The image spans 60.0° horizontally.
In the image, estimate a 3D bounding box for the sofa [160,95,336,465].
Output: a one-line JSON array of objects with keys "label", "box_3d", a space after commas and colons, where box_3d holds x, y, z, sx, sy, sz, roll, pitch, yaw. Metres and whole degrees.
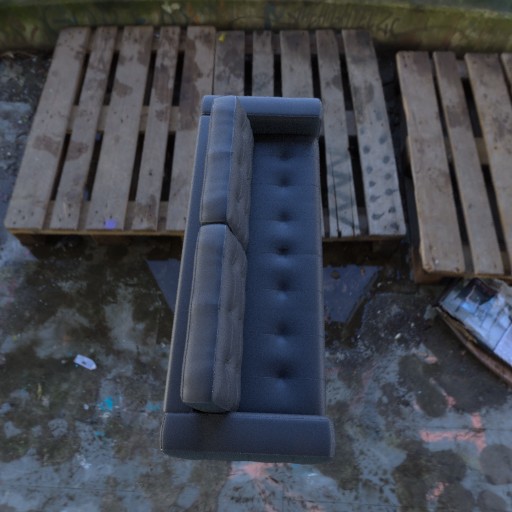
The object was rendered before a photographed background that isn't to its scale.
[{"label": "sofa", "box_3d": [0.000, 0.000, 2.701, 0.833, 0.893, 2.275, 2, 64, 1]}]
